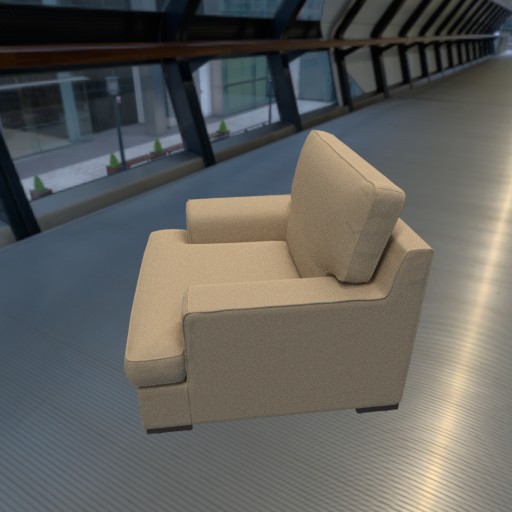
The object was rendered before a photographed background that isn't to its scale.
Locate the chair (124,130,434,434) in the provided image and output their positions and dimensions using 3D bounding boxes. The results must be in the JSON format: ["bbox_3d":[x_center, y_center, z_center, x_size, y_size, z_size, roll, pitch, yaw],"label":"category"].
[{"bbox_3d":[0.000,0.000,2.150,1.274,1.005,1.293,-7,28,-13],"label":"chair"}]
